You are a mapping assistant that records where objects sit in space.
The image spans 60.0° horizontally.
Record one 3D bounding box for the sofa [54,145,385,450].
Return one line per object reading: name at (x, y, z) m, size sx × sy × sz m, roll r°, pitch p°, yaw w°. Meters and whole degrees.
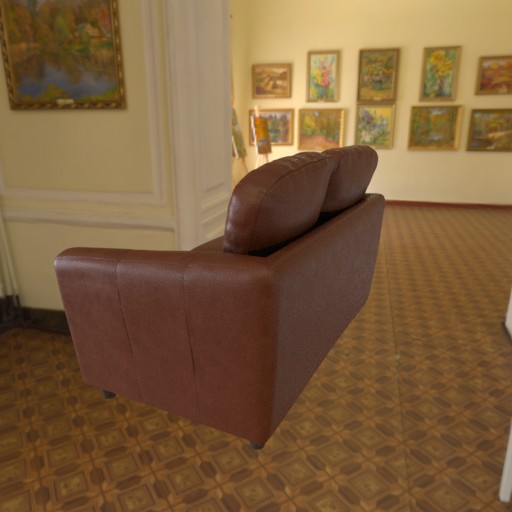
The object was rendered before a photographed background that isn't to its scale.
sofa at (0.000, 0.000, 1.893) m, size 0.805 × 0.906 × 1.406 m, roll 8°, pitch 19°, yaw 26°
